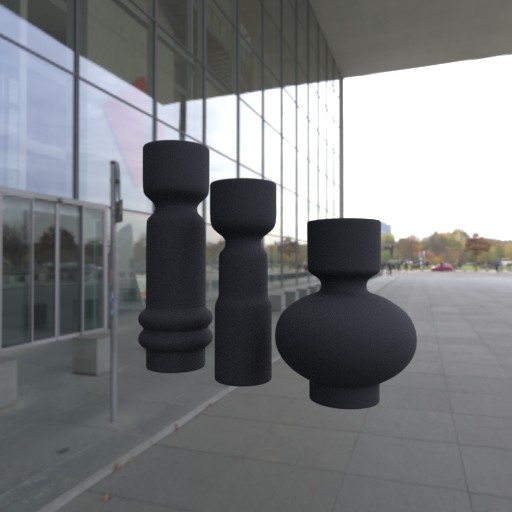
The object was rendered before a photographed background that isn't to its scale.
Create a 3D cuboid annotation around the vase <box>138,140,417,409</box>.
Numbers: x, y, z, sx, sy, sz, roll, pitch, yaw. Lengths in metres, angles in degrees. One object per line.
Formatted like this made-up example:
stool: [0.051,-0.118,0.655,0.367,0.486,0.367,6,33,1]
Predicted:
vase: [0.000,0.000,0.440,0.307,0.249,0.120,-1,-1,35]
